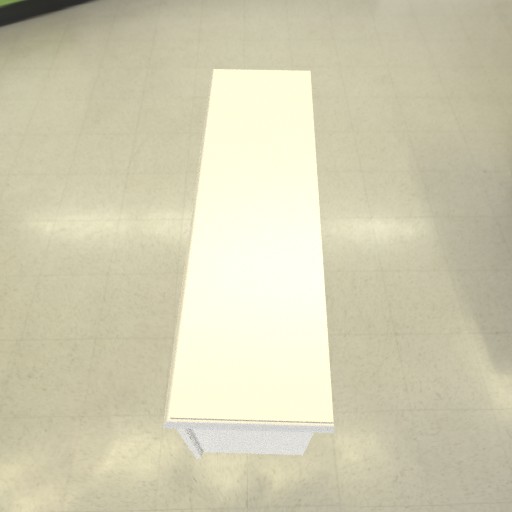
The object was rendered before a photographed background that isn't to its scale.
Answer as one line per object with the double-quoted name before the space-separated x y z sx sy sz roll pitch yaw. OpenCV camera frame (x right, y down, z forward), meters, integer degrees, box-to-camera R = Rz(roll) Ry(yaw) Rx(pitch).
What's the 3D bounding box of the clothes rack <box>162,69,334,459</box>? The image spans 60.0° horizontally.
"clothes rack" 0.000 0.000 1.355 0.324 0.531 1.120 1 57 1
